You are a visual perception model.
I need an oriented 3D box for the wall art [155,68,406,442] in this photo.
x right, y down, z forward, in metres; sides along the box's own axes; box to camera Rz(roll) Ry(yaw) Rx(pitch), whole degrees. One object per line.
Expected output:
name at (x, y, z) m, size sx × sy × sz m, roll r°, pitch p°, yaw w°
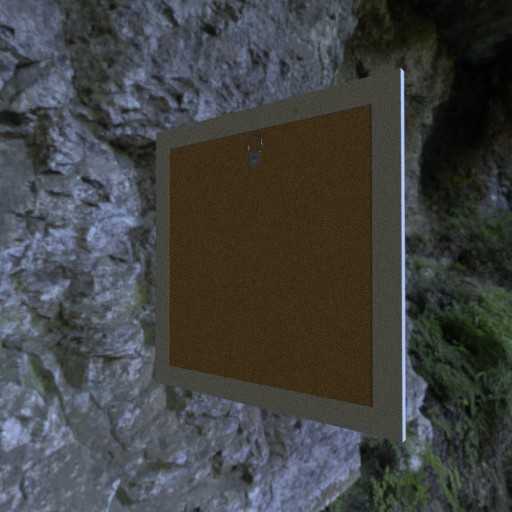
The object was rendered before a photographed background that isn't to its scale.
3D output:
wall art at (0.000, 0.000, 0.859) m, size 0.572 × 0.577 × 0.015 m, roll -1°, pitch -1°, yaw 37°
